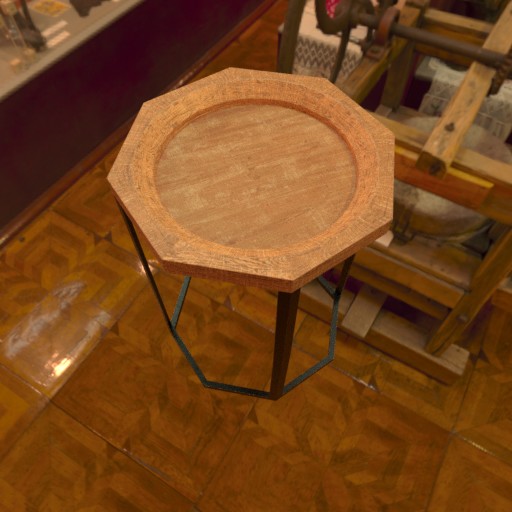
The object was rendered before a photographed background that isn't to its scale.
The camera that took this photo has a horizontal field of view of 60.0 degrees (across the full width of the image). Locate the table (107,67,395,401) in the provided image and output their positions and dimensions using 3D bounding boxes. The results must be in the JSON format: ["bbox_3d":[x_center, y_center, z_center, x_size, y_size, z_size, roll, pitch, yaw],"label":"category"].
[{"bbox_3d":[0.000,0.000,0.890,0.437,0.553,0.437,29,62,17],"label":"table"}]
